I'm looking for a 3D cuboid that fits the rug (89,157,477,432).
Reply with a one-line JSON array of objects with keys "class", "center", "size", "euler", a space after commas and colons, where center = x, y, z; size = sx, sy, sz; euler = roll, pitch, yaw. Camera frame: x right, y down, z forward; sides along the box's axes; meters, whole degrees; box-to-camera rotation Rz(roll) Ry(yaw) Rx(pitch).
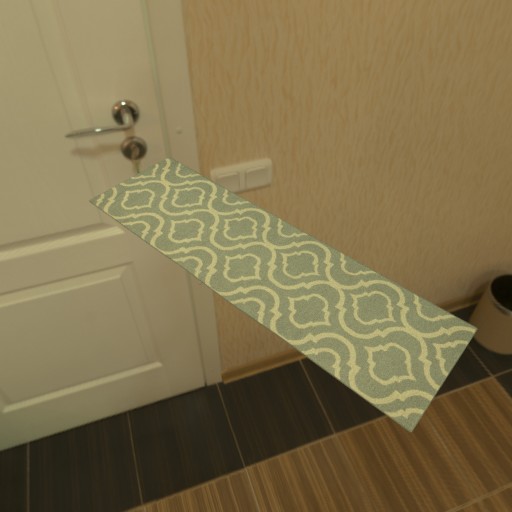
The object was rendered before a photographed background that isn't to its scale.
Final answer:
[{"class": "rug", "center": [0.000, 0.000, 2.503], "size": [2.275, 0.009, 0.684], "euler": [32, 54, 28]}]
